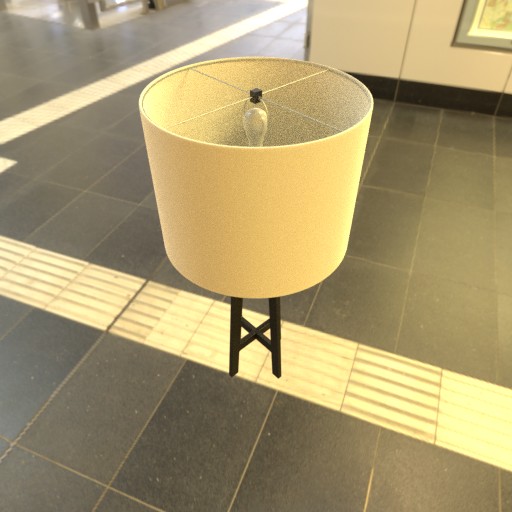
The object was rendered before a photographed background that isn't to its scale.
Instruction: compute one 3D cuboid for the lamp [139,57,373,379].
[{"bbox_3d":[0.000,0.000,0.654,0.257,0.489,0.257,1,41,2],"label":"lamp"}]
